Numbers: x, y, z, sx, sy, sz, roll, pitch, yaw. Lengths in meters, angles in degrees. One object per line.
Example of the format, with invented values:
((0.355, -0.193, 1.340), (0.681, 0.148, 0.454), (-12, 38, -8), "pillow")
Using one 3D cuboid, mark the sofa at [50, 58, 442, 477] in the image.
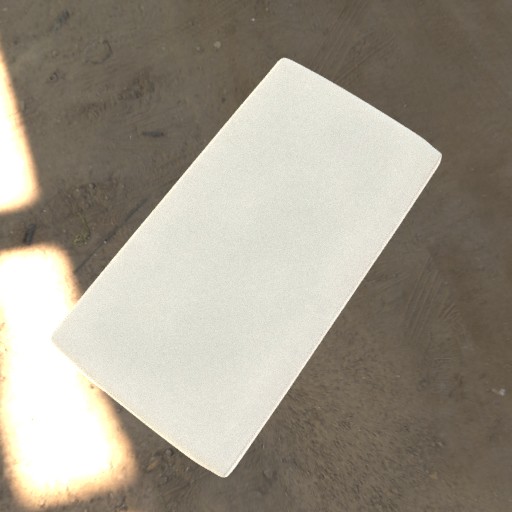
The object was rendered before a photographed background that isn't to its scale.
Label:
((0.000, 0.000, 2.074), (0.939, 0.552, 1.677), (35, 78, 9), "sofa")
